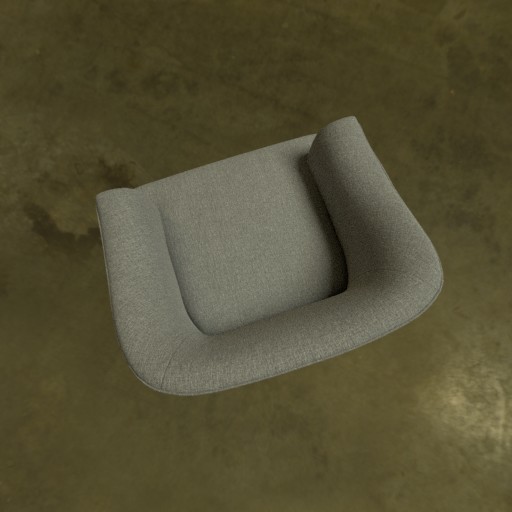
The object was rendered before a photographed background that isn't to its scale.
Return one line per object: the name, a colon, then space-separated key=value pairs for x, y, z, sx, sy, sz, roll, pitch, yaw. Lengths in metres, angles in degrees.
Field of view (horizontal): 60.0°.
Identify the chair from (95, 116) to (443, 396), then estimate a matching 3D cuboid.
chair: x=0.000 y=0.000 z=1.380 sx=0.798 sy=0.815 sz=0.704 roll=-18 pitch=76 yaw=-5
